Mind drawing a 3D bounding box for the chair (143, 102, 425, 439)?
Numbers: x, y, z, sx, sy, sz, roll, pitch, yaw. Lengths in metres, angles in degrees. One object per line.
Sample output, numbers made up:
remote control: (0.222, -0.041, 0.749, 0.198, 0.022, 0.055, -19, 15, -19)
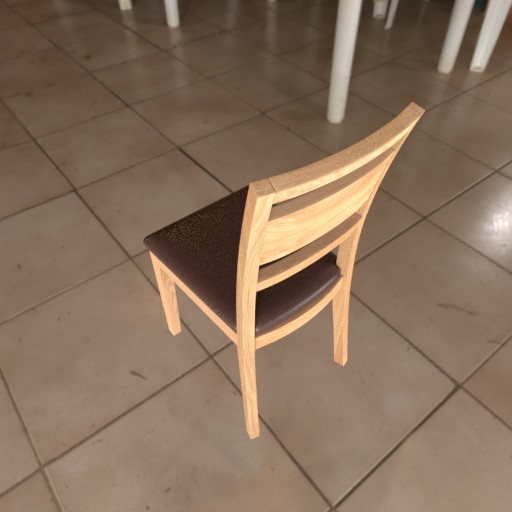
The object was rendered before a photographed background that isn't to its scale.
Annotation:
chair: (0.000, 0.000, 1.199, 0.420, 0.940, 0.545, -31, 54, -26)
